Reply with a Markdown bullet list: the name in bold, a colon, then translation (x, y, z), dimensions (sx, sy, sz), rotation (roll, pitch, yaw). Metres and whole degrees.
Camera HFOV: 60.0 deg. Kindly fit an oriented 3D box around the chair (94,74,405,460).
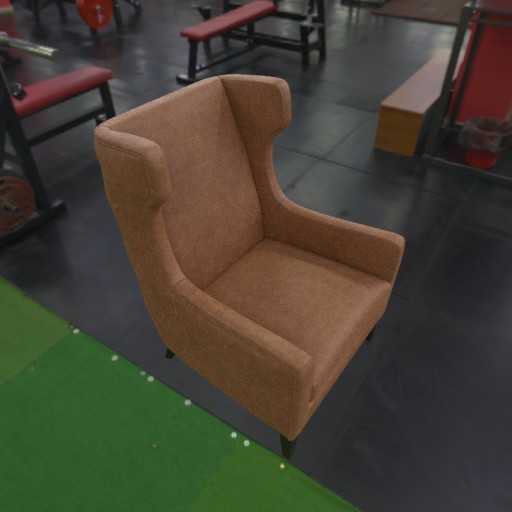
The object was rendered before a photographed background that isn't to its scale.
- **chair**: translation (0.000, 0.000, 1.672), dimensions (0.899, 1.079, 0.766), rotation (26, 47, 27)
